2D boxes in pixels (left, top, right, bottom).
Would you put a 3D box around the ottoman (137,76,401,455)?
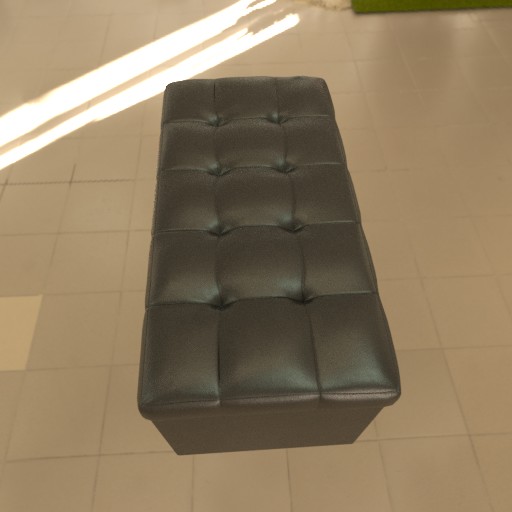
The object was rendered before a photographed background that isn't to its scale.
[{"bbox_3d":[0.000,0.000,1.084,0.432,0.470,0.838,-3,56,-2],"label":"ottoman"}]
